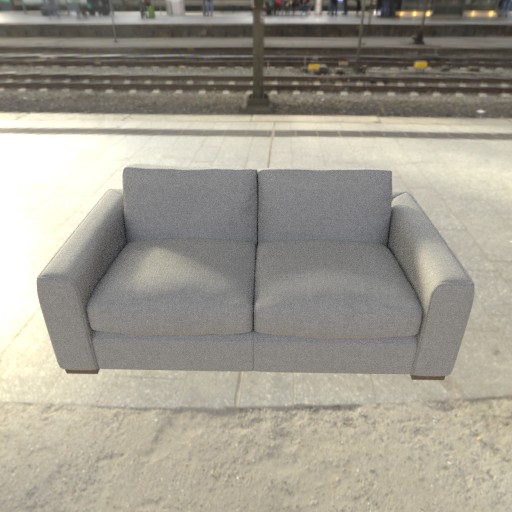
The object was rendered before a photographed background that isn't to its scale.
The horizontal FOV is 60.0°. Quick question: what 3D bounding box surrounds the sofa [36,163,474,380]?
[{"bbox_3d":[0.000,0.000,2.396,1.920,0.800,1.069,1,31,1],"label":"sofa"}]
